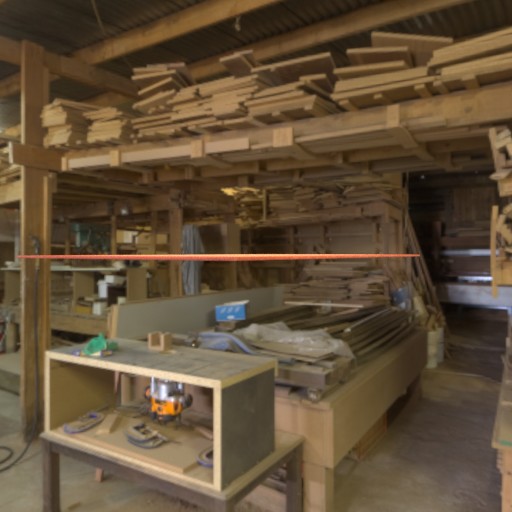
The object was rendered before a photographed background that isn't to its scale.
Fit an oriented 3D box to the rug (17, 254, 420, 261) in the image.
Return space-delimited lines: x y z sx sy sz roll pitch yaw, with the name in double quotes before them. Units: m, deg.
"rug" 0.000 0.000 3.012 1.524 0.014 2.438 0 1 35
